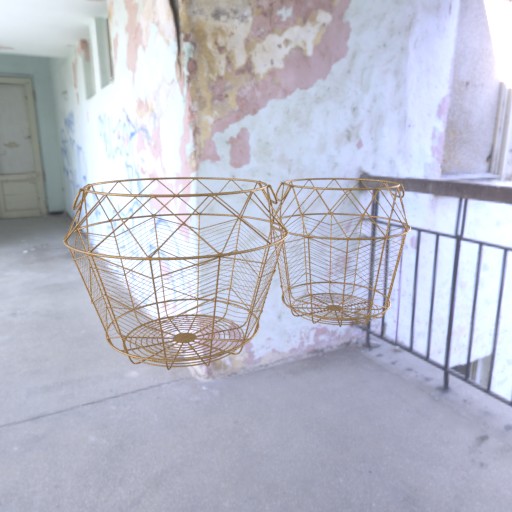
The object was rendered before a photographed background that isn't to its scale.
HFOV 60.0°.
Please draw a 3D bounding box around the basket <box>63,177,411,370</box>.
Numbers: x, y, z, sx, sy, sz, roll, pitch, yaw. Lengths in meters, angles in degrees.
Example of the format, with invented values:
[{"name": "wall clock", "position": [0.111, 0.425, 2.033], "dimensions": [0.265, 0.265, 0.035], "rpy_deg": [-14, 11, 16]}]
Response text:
[{"name": "basket", "position": [0.000, 0.000, 1.022], "dimensions": [0.805, 0.343, 0.451], "rpy_deg": [-7, 16, -26]}]
